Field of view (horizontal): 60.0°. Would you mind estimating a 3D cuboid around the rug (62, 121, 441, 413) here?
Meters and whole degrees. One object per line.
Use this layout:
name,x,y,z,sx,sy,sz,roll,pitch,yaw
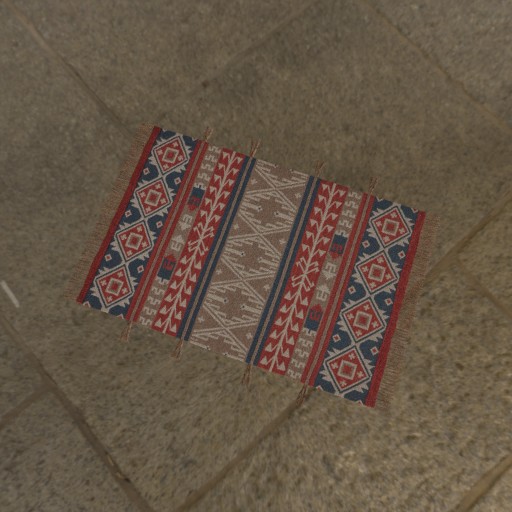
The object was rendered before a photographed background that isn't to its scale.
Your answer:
rug,0.000,0.000,3.252,2.450,0.048,1.778,19,77,4
